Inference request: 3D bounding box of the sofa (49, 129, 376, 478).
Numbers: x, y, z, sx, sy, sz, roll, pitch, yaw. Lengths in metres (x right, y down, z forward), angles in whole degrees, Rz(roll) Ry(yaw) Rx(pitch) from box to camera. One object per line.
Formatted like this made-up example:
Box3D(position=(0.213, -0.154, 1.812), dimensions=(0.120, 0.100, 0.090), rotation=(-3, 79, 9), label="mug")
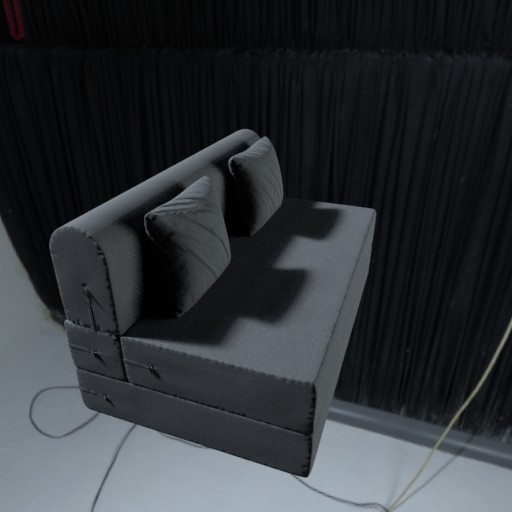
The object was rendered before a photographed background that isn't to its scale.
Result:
Box3D(position=(0.000, 0.000, 1.686), dimensions=(0.762, 0.670, 1.225), rotation=(10, 29, 18), label="sofa")
